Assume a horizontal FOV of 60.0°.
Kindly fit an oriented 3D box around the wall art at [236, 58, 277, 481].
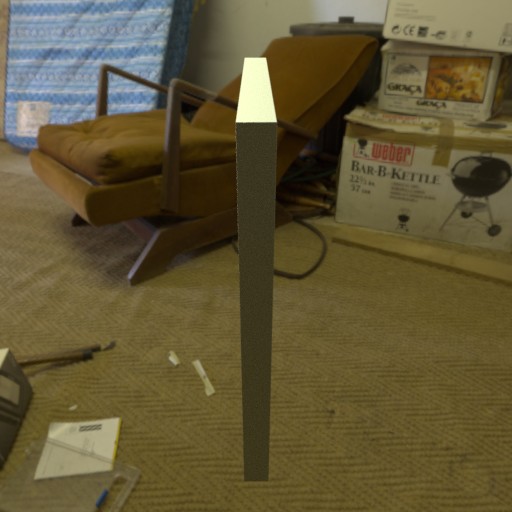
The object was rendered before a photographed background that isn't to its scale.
[{"bbox_3d":[0.000,0.000,0.739,0.039,0.553,0.445,0,31,0],"label":"wall art"}]
